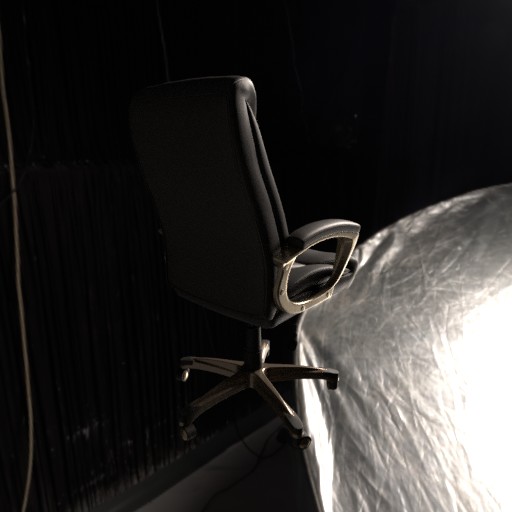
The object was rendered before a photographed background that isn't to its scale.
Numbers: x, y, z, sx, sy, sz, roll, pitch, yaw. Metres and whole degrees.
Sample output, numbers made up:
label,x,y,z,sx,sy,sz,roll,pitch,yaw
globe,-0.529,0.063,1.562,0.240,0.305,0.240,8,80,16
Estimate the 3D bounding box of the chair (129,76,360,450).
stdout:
label,x,y,z,sx,sy,sz,roll,pitch,yaw
chair,0.000,0.000,1.655,0.694,1.188,0.748,14,20,42
